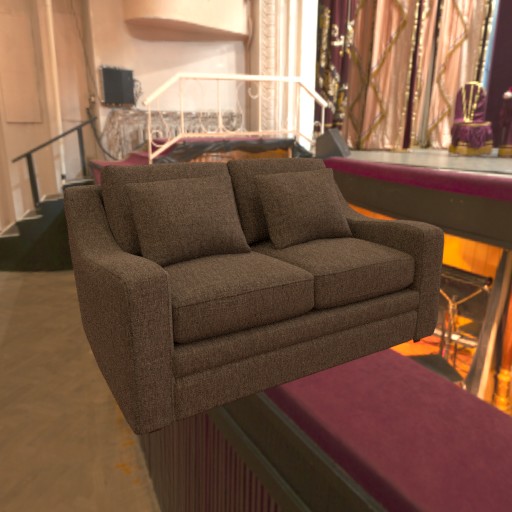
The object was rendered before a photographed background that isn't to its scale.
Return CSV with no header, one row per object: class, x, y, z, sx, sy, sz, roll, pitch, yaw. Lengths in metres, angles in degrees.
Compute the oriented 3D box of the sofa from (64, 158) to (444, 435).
sofa,0.000,0.000,2.407,1.778,0.991,1.120,-9,18,-29
